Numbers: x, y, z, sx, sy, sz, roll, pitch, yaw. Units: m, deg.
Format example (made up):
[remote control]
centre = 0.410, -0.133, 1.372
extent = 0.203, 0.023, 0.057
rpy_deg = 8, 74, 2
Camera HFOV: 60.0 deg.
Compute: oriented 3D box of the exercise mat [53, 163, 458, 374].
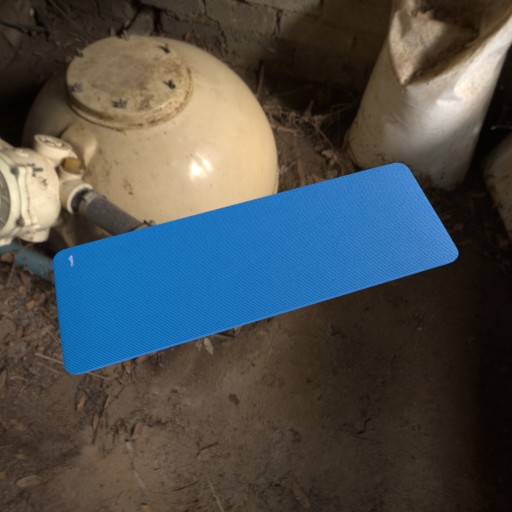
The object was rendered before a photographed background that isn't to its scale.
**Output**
[exercise mat]
centre = 0.000, 0.000, 2.118
extent = 1.869, 0.021, 0.616
rpy_deg = -16, 64, -8
